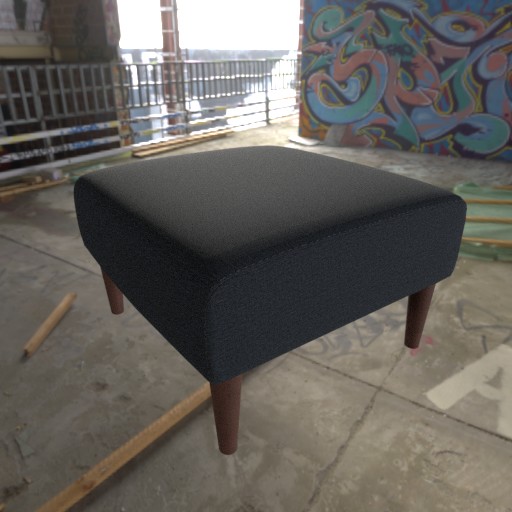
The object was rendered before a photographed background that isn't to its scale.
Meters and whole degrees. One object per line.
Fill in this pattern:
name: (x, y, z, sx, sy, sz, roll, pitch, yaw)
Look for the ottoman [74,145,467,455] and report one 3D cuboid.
ottoman: (0.000, 0.000, 1.039, 0.649, 0.398, 0.650, -17, 30, -32)
